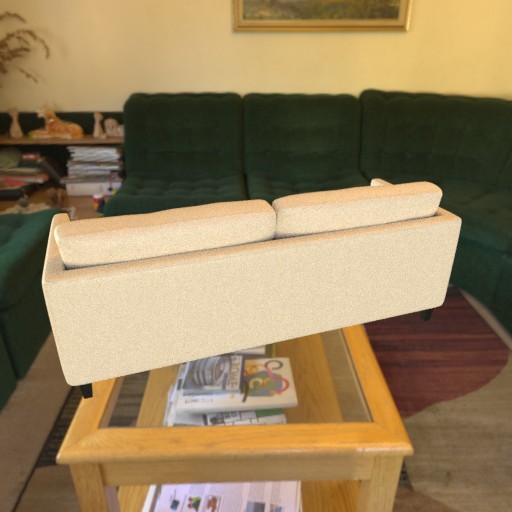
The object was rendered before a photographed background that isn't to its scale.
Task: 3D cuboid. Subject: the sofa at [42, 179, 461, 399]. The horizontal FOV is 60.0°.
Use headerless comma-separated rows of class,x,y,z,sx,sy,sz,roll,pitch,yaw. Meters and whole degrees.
sofa,0.000,0.000,2.902,2.434,0.965,0.948,-9,28,-17
